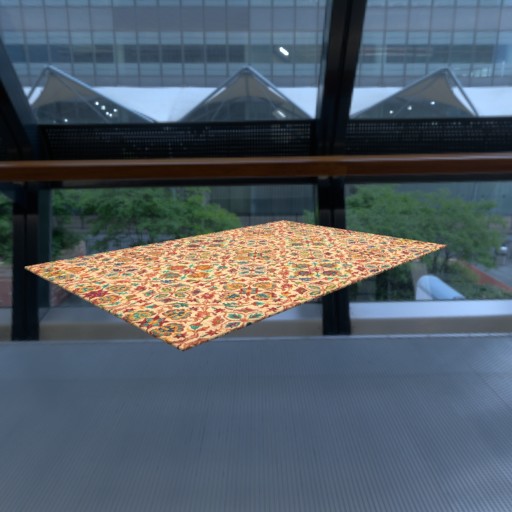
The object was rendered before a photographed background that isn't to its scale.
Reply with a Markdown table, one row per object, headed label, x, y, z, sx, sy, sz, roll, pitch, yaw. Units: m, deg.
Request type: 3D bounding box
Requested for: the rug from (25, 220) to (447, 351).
| label | x | y | z | sx | sy | sz | roll | pitch | yaw |
| --- | --- | --- | --- | --- | --- | --- | --- | --- | --- |
| rug | 0.000 | 0.000 | 2.286 | 1.226 | 0.013 | 1.838 | 13 | 19 | 43 |
